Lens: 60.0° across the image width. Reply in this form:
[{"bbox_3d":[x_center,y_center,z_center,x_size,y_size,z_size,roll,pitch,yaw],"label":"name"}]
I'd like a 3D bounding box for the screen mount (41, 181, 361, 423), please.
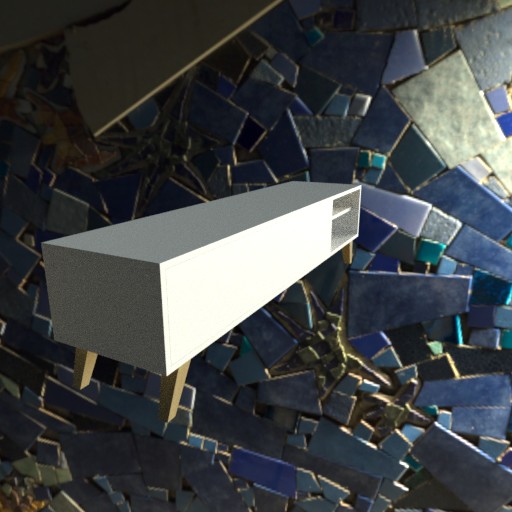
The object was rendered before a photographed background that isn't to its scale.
[{"bbox_3d":[0.000,0.000,1.829,0.399,0.432,1.644,8,18,27],"label":"screen mount"}]
